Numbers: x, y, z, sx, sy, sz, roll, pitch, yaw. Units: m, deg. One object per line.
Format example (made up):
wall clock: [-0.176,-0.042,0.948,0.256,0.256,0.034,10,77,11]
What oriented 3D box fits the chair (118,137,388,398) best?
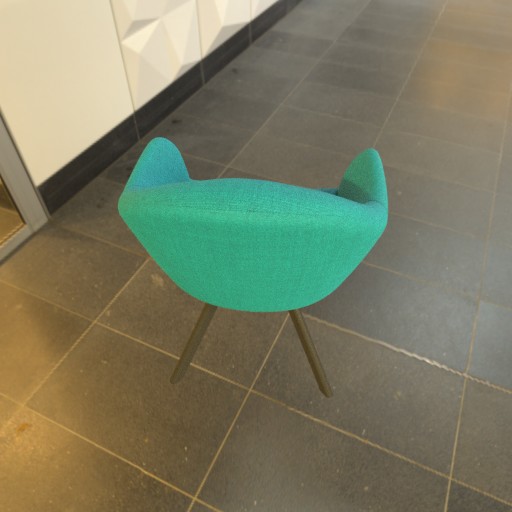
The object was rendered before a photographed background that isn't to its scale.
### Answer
chair: [0.000,0.000,1.159,0.590,0.795,0.550,4,47,4]
